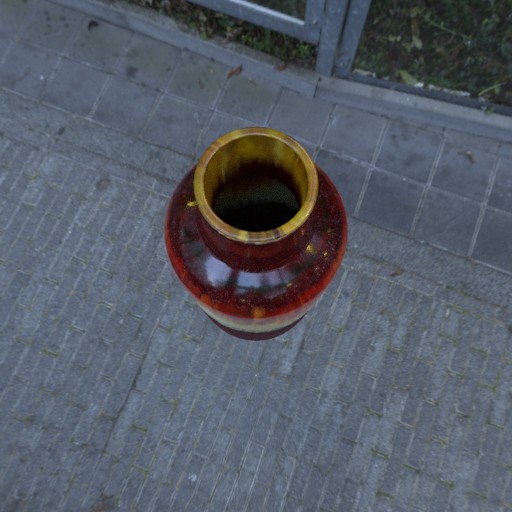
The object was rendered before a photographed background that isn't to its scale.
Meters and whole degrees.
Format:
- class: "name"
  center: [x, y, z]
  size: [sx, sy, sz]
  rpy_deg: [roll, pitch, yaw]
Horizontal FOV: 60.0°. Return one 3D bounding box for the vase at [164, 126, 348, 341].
- class: "vase"
  center: [0.000, 0.000, 0.328]
  size: [0.111, 0.261, 0.111]
  rpy_deg: [0, 75, 0]
